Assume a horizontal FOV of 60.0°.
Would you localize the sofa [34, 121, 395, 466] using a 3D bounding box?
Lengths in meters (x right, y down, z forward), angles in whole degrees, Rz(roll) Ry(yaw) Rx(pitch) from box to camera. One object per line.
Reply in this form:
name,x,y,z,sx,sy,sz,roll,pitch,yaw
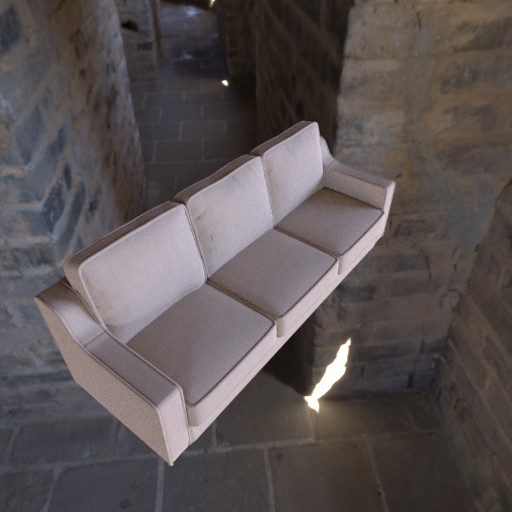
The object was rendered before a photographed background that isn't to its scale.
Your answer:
sofa,0.000,0.000,2.547,0.791,0.902,2.131,26,47,28
